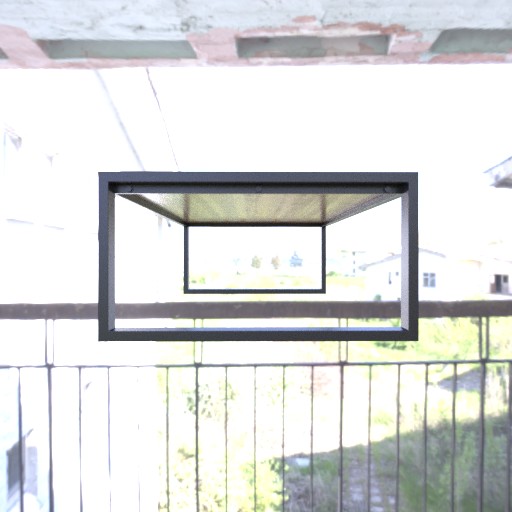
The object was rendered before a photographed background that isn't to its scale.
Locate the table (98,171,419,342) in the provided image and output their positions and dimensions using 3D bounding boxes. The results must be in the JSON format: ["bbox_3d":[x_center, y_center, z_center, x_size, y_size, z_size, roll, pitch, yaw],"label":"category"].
[{"bbox_3d":[0.000,0.000,1.711,0.750,0.400,1.350,0,0,-1],"label":"table"}]
